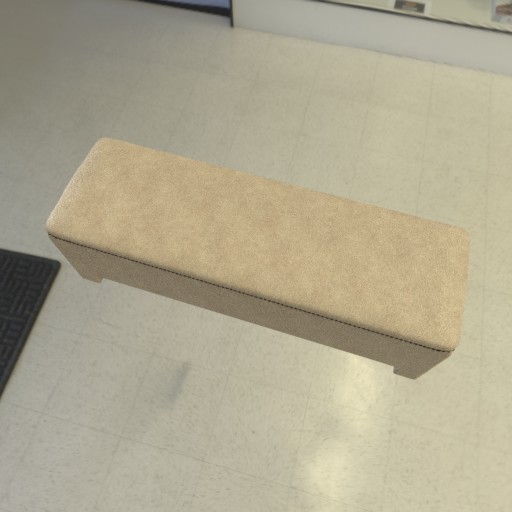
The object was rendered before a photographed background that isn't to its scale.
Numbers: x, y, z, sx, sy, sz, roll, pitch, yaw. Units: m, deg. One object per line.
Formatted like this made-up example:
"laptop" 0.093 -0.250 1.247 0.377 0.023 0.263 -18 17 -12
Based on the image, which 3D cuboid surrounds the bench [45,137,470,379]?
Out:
"bench" 0.000 0.000 1.757 1.482 0.447 0.470 16 64 8
